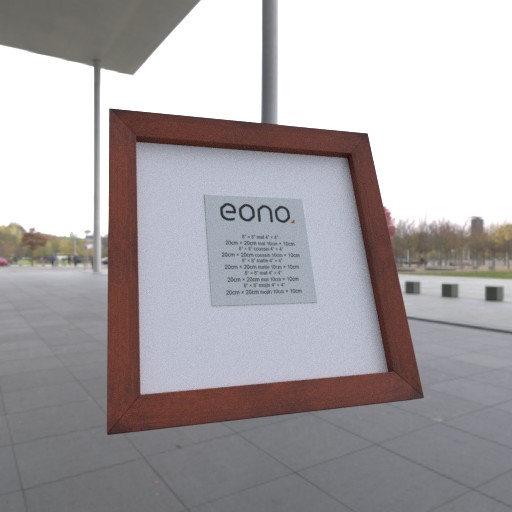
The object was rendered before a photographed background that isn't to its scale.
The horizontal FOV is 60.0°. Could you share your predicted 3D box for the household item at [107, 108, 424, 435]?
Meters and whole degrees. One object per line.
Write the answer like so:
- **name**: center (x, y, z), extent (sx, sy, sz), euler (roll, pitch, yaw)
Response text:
- **household item**: center (0.000, 0.000, 0.380), extent (0.240, 0.240, 0.131), euler (0, 0, -18)
